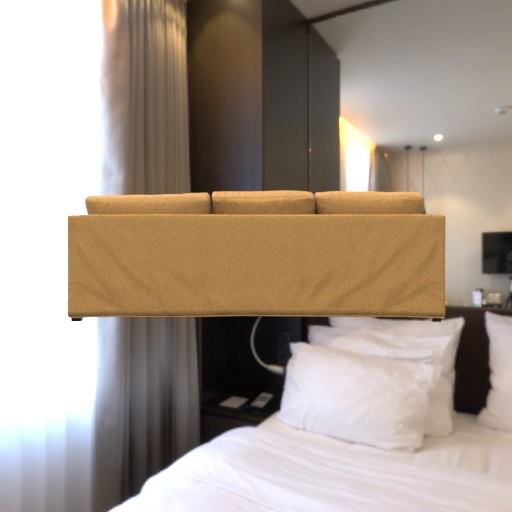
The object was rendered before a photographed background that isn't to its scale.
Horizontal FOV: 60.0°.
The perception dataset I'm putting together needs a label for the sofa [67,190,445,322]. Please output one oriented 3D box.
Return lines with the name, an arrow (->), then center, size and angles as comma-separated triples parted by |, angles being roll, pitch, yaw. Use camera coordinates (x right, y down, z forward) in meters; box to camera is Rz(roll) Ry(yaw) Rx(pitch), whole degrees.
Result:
sofa -> 0.000, 0.000, 4.389 | 2.432, 0.871, 3.182 | 0, 0, 0
